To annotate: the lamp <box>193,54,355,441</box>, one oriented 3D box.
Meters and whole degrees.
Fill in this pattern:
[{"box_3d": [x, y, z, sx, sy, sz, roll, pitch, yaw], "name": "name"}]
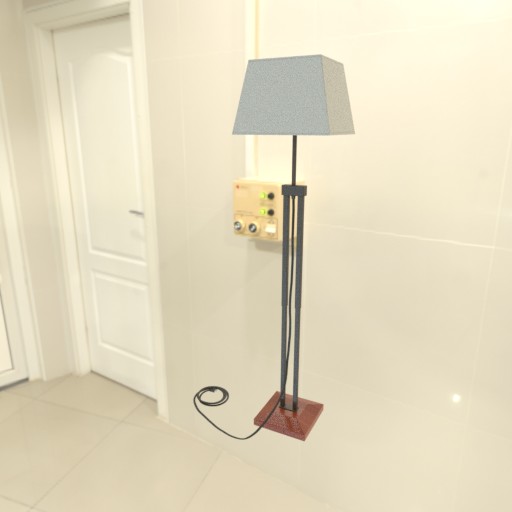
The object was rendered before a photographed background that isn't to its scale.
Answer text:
[{"box_3d": [0.000, 0.000, 2.070, 0.745, 1.712, 0.472, 8, 18, 26], "name": "lamp"}]
